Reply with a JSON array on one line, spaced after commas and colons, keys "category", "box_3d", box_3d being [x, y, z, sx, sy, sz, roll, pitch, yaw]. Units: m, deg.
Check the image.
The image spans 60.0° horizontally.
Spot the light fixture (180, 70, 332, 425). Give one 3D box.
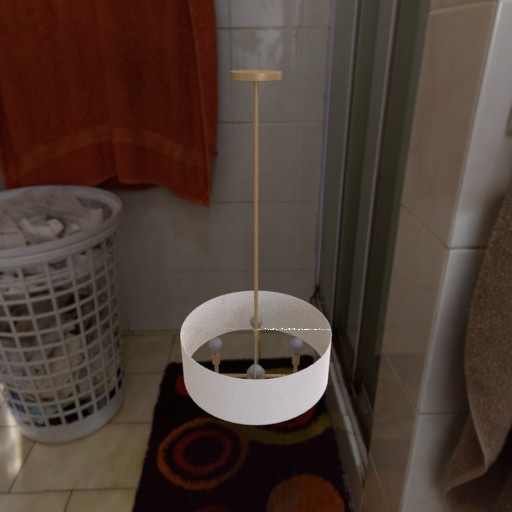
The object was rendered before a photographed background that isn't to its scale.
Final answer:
[{"category": "light fixture", "box_3d": [0.000, 0.000, 1.386, 0.508, 1.067, 0.508, 0, 26, 0]}]
